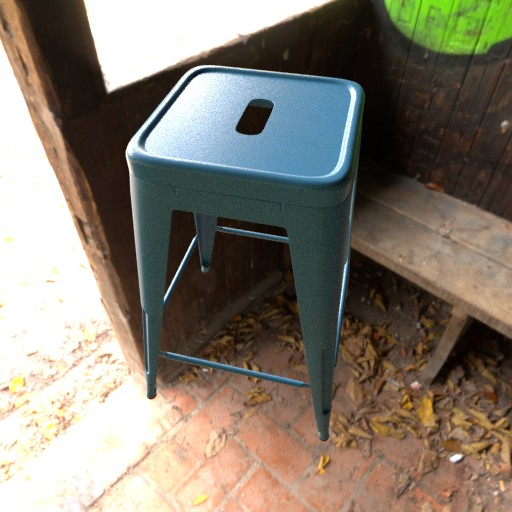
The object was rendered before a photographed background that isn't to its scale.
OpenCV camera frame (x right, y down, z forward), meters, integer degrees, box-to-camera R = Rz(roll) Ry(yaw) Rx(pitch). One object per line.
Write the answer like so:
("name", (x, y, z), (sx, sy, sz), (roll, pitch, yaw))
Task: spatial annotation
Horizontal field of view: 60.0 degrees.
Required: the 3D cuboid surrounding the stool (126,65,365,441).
("stool", (0.000, 0.000, 0.875), (0.410, 0.608, 0.410), (10, 47, 10))
